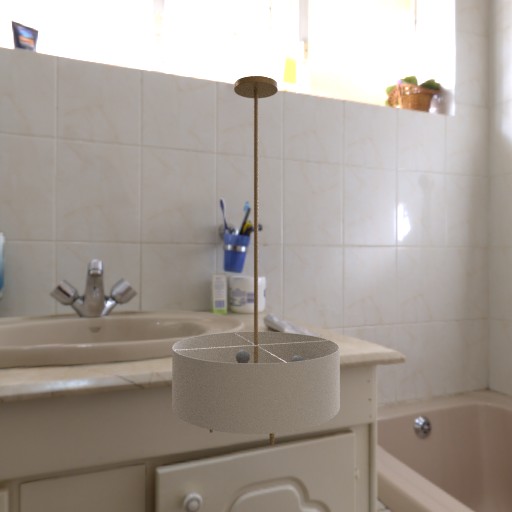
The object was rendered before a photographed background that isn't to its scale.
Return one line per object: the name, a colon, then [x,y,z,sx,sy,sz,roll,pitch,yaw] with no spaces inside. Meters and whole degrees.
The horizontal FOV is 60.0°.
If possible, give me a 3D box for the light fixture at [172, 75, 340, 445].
light fixture: [0.000,0.000,1.372,0.508,1.067,0.508,0,-1,0]
